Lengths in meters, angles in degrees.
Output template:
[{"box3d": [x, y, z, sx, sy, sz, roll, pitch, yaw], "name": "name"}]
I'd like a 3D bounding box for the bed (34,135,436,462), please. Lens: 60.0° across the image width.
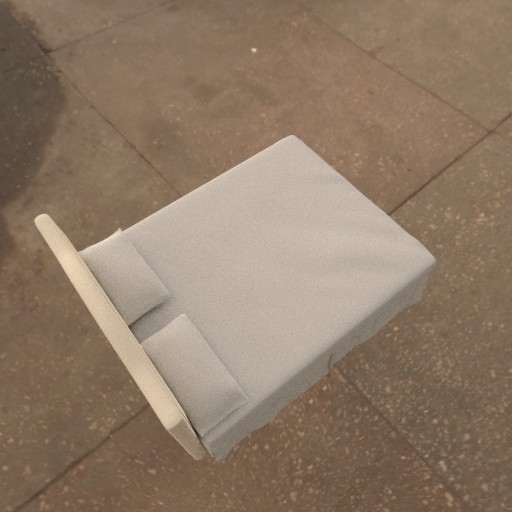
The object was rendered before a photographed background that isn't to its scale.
[{"box3d": [0.000, 0.000, 3.553, 2.477, 1.437, 1.977, -34, 65, -18], "name": "bed"}]
